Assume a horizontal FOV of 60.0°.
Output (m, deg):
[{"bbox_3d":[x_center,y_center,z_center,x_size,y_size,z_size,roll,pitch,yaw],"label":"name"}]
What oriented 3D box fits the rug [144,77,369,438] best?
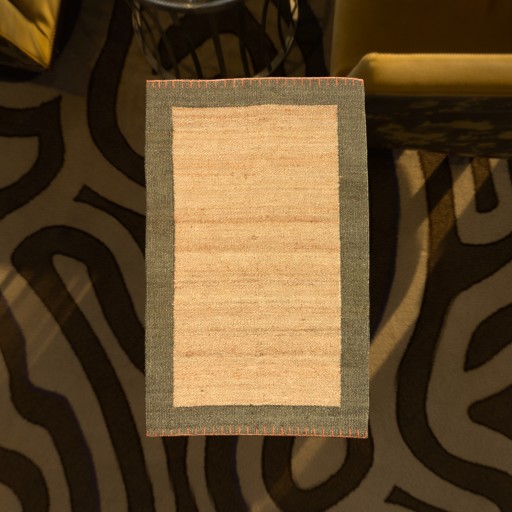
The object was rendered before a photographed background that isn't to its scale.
[{"bbox_3d":[0.000,0.000,2.997,1.521,0.006,2.435,0,89,1],"label":"rug"}]
